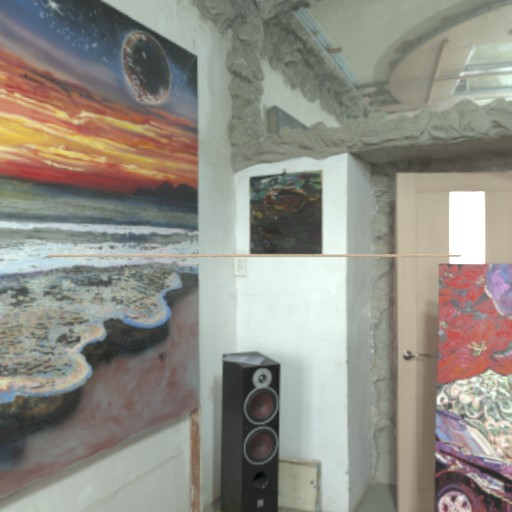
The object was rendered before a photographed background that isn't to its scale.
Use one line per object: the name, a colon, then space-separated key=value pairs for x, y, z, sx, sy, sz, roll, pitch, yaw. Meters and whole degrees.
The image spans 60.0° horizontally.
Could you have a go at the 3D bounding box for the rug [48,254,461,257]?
rug: x=0.000 y=0.000 z=3.887 sx=2.288 sy=0.018 sz=2.895 roll=0 pitch=0 yaw=1
